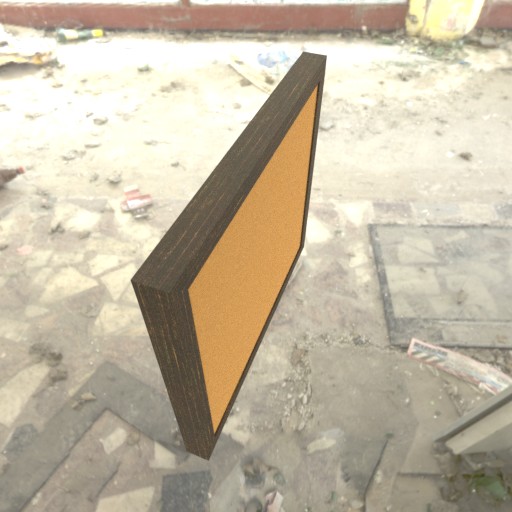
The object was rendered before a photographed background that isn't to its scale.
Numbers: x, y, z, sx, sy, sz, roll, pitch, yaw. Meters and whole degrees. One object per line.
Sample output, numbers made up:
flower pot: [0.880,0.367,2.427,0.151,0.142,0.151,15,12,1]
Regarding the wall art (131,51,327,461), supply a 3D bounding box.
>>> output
wall art: [0.000,0.000,0.533,0.031,0.330,0.381,16,50,14]
